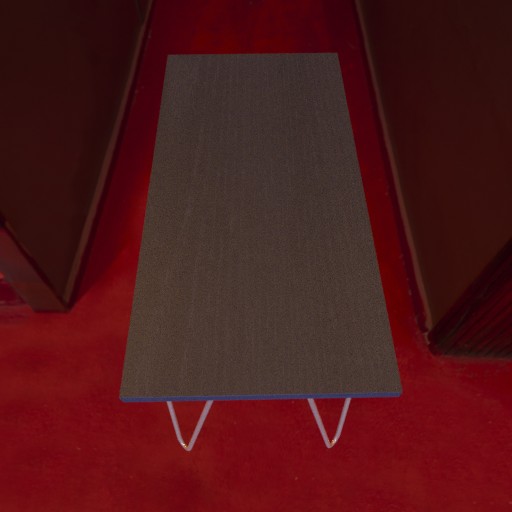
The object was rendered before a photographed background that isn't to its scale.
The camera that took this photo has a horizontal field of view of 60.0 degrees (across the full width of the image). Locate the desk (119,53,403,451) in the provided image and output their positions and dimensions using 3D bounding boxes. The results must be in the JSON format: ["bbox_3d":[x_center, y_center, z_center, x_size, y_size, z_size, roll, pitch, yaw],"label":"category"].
[{"bbox_3d":[0.000,0.000,1.321,0.499,0.660,0.991,-1,58,-1],"label":"desk"}]
